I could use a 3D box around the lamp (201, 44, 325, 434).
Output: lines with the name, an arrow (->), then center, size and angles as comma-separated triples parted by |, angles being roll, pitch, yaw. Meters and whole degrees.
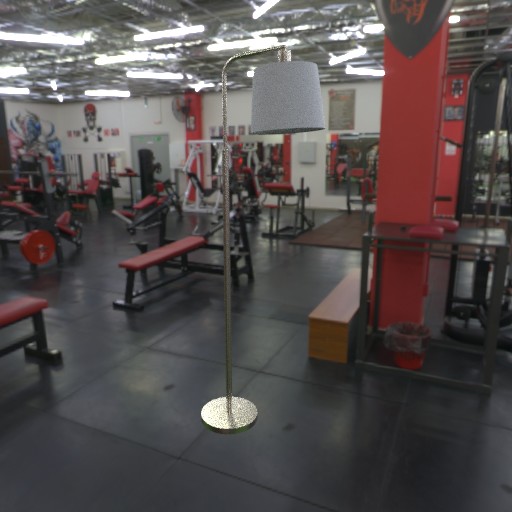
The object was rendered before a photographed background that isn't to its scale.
lamp -> 0.000, 0.000, 1.704 | 0.508, 1.478, 0.254 | 7, 15, 27
